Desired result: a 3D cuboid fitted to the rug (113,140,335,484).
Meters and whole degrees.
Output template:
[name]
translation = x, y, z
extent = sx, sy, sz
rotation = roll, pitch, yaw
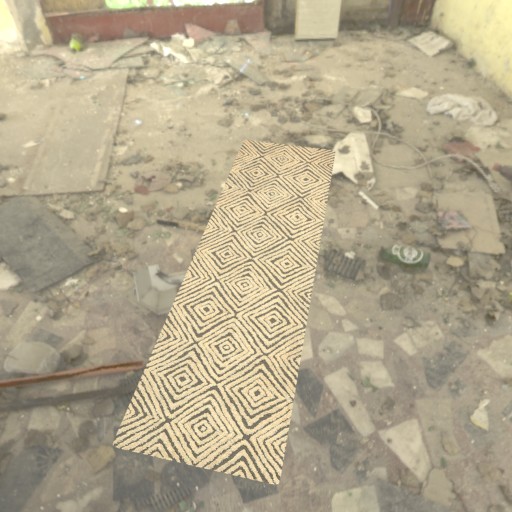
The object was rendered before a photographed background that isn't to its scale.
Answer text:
[rug]
translation = 0.000, 0.000, 2.476
extent = 0.676, 0.008, 2.277
rotation = 9, 47, 8
